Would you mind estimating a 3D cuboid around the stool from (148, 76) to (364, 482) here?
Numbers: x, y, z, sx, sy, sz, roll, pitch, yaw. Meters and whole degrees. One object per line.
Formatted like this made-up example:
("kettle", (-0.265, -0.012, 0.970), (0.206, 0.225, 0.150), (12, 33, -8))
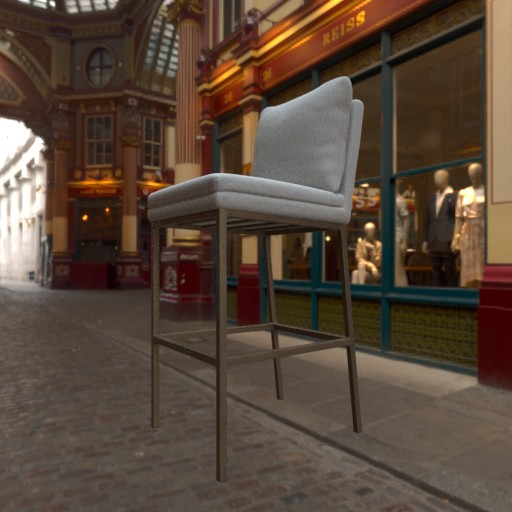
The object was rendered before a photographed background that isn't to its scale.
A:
("stool", (0.000, 0.000, 1.441), (0.572, 1.125, 0.463), (0, 0, -36))
